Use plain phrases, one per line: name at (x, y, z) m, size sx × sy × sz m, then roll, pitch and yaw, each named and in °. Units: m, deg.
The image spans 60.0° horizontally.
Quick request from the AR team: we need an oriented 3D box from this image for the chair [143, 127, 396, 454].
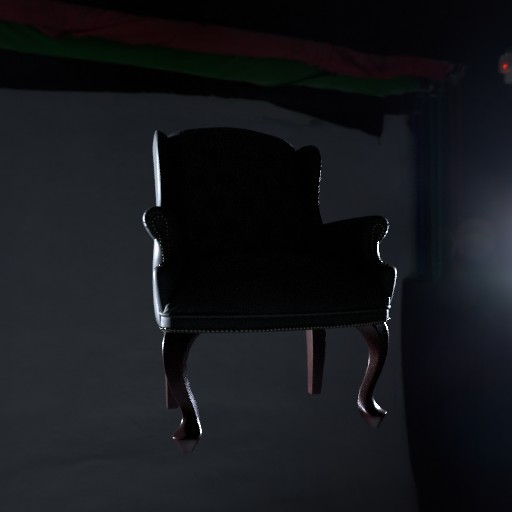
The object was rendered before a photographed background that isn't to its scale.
chair at (0.000, 0.000, 1.629) m, size 0.838 × 1.111 × 0.762 m, roll 0°, pitch -1°, yaw -19°
